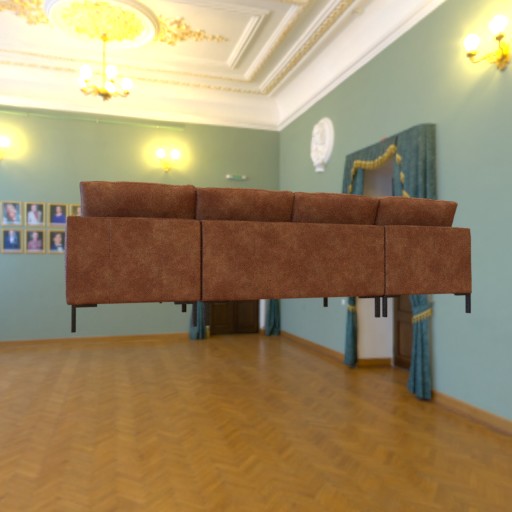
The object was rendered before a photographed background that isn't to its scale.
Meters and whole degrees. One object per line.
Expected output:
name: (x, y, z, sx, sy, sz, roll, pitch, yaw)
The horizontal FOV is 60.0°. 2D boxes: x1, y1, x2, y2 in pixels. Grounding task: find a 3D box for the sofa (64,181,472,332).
sofa: (0.000, 0.000, 3.867, 2.956, 0.900, 1.939, 0, -1, -19)
